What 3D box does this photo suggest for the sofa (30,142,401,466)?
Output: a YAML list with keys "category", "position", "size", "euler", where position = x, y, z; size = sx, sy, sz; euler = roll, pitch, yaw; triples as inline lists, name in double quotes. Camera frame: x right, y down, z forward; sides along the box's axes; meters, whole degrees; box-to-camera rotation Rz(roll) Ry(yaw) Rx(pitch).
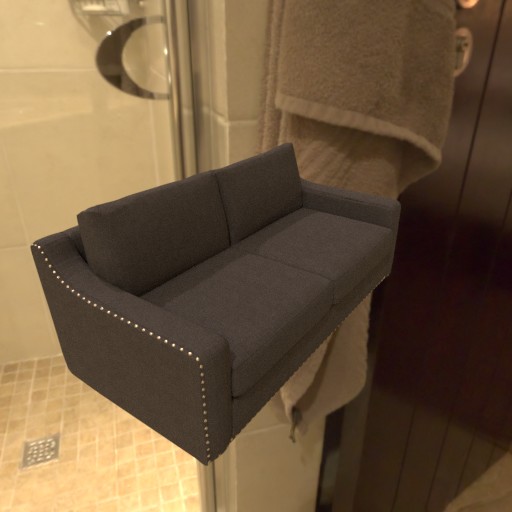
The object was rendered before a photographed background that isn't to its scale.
- category: "sofa"
  position: [0.000, 0.000, 3.256]
  size: [1.336, 1.196, 2.550]
  euler: [18, 32, 31]
